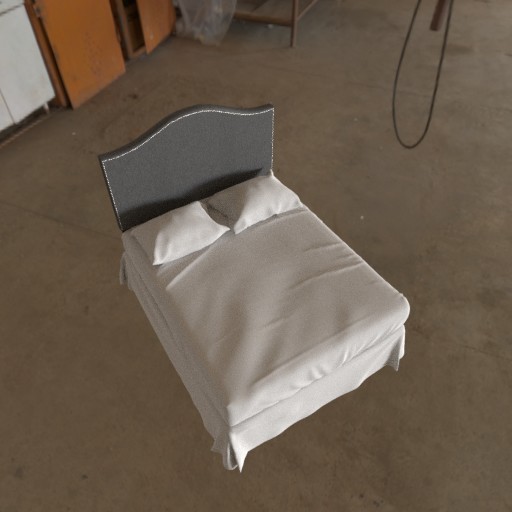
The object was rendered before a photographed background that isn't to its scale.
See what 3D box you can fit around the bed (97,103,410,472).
[{"bbox_3d":[0.000,0.000,3.534,1.876,1.645,2.221,-24,51,-21],"label":"bed"}]
